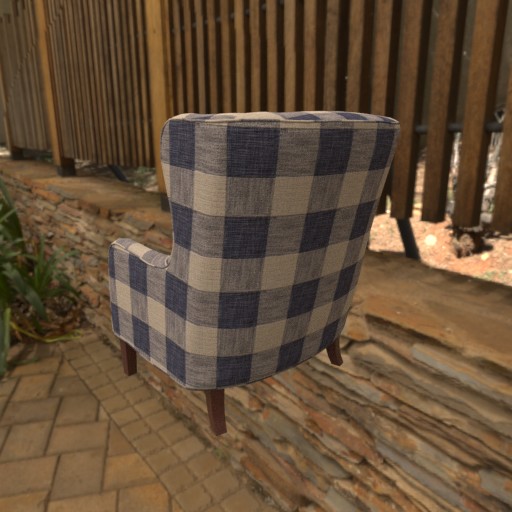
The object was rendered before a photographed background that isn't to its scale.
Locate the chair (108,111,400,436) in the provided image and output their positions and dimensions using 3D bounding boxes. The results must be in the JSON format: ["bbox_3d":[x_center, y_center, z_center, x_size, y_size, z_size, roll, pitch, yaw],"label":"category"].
[{"bbox_3d":[0.000,0.000,1.708,0.830,1.041,0.889,-14,21,-41],"label":"chair"}]
